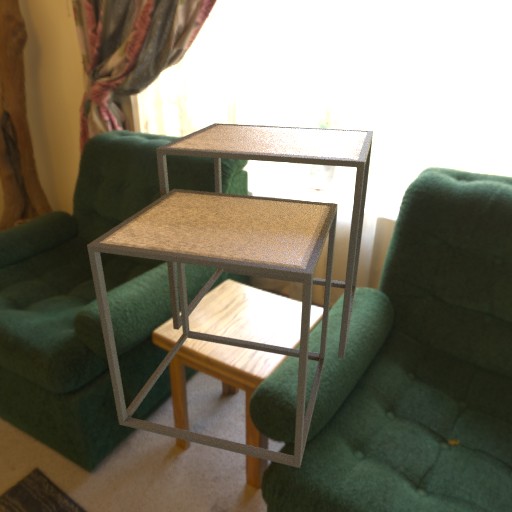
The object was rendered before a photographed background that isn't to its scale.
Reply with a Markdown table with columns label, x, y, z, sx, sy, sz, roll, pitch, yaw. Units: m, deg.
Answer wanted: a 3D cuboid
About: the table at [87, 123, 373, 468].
| label | x | y | z | sx | sy | sz | roll | pitch | yaw |
| --- | --- | --- | --- | --- | --- | --- | --- | --- | --- |
| table | 0.000 | 0.000 | 1.169 | 0.508 | 0.540 | 0.788 | 7 | 26 | 14 |
